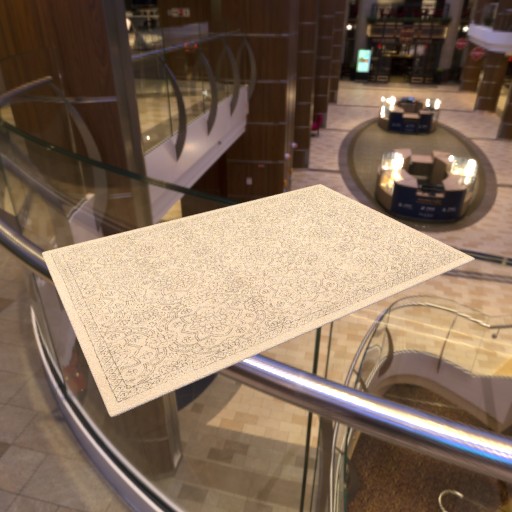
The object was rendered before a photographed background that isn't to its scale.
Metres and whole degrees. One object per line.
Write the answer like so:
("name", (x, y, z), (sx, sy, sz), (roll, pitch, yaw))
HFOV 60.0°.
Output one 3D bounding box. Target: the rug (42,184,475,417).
("rug", (0.000, 0.000, 2.243), (1.829, 0.010, 1.219), (-17, 34, -27))
